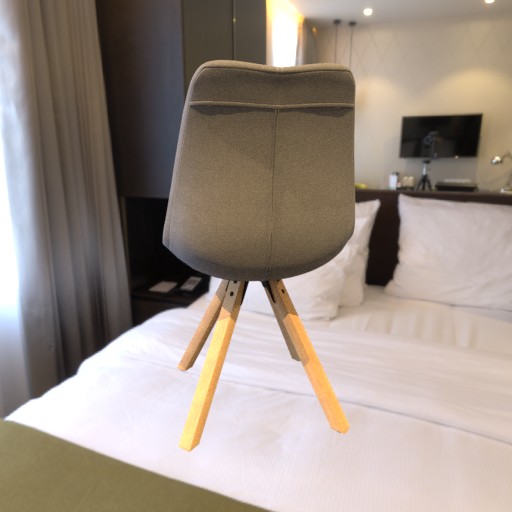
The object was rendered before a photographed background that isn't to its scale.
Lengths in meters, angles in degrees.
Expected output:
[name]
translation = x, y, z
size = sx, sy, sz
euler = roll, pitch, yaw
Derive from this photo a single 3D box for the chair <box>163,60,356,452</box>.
[chair]
translation = 0.000, 0.000, 1.163
size = 0.474, 0.863, 0.549
euler = -2, 15, -9
